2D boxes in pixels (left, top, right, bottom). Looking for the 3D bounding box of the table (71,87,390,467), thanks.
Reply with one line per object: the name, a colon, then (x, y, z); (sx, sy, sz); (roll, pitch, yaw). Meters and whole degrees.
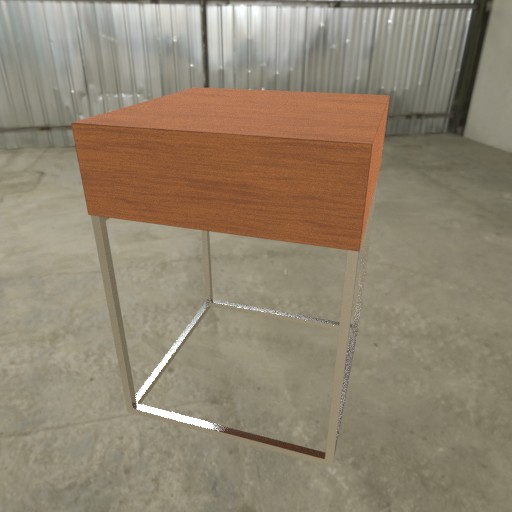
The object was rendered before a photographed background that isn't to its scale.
table: (0.000, 0.000, 0.837); (0.397, 0.540, 0.398); (8, 29, 16)
